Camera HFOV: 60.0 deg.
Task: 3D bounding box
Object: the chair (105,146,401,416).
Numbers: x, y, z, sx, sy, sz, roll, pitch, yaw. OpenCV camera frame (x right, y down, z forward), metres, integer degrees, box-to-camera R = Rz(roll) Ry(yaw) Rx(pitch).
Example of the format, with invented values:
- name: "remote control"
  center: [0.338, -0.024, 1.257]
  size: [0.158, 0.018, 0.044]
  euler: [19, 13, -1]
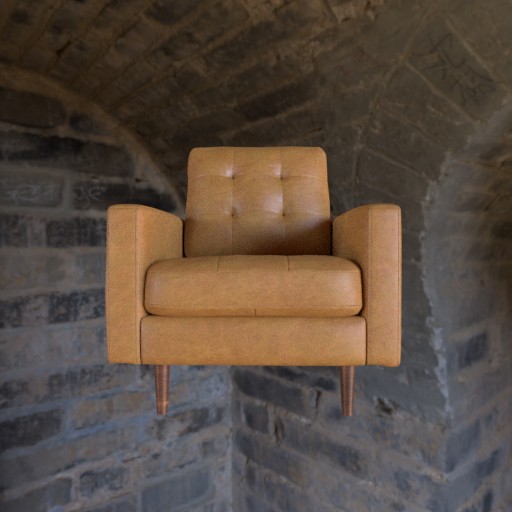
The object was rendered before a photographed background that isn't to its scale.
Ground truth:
- name: "chair"
  center: [0.000, 0.000, 1.591]
  size: [0.831, 0.896, 0.868]
  euler: [0, 1, 1]
